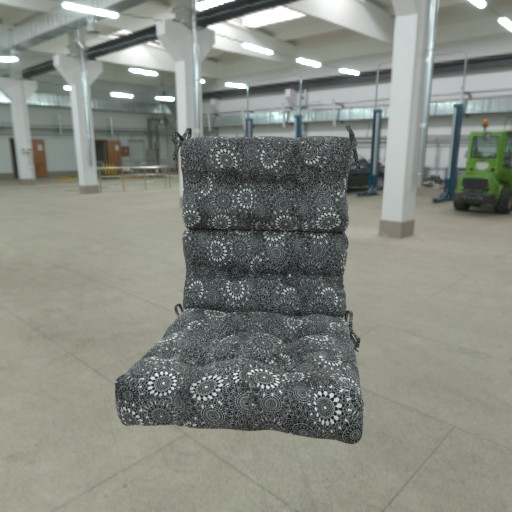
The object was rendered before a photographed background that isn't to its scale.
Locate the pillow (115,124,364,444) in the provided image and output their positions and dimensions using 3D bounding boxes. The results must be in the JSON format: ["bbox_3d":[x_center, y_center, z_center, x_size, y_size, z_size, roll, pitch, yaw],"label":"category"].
[{"bbox_3d":[0.000,0.000,1.029,0.519,0.605,0.571,2,14,8],"label":"pillow"}]
